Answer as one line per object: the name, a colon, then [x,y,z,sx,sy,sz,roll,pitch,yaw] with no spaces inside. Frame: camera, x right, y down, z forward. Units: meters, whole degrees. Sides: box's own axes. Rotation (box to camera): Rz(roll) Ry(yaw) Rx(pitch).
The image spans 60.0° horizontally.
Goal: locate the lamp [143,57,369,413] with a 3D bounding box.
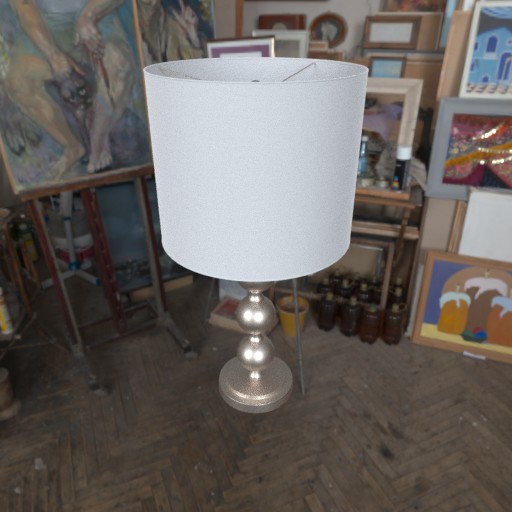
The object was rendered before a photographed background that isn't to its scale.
lamp: [0.000,0.000,0.682,0.277,0.538,0.277,-8,30,-15]
